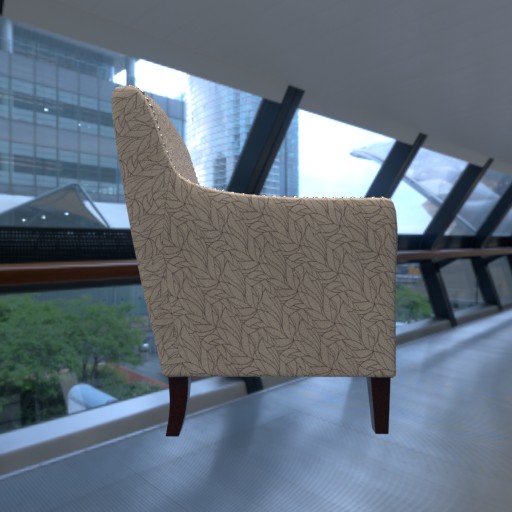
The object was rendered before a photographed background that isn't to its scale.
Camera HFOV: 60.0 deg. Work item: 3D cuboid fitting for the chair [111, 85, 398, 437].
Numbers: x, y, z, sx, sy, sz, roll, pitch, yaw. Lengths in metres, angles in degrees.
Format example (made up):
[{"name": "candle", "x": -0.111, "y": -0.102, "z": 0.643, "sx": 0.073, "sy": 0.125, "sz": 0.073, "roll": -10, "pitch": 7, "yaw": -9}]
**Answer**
[{"name": "chair", "x": 0.000, "y": 0.000, "z": 1.302, "sx": 0.651, "sy": 0.816, "sz": 0.623, "roll": 0, "pitch": 0, "yaw": 1}]
